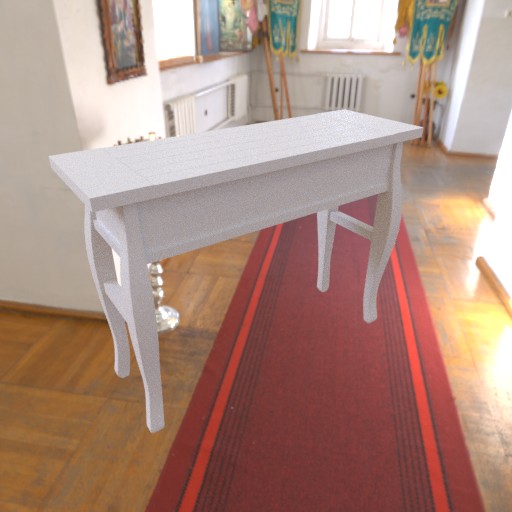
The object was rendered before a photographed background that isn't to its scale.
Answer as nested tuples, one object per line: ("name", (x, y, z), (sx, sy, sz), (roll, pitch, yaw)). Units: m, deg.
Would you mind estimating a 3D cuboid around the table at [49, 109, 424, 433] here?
("table", (0.000, 0.000, 1.471), (1.062, 0.768, 0.373), (-19, 34, -30))
